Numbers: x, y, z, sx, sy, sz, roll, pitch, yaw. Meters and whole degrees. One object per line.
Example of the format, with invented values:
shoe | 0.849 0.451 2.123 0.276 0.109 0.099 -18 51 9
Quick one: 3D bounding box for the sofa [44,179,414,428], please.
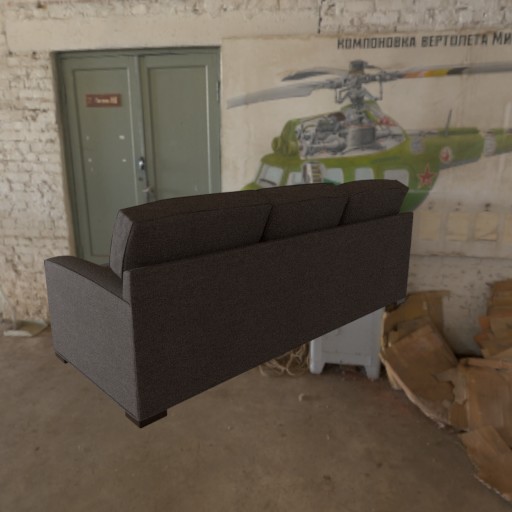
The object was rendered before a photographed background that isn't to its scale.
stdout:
sofa | 0.000 0.000 2.942 2.369 0.978 1.004 -13 19 -42
